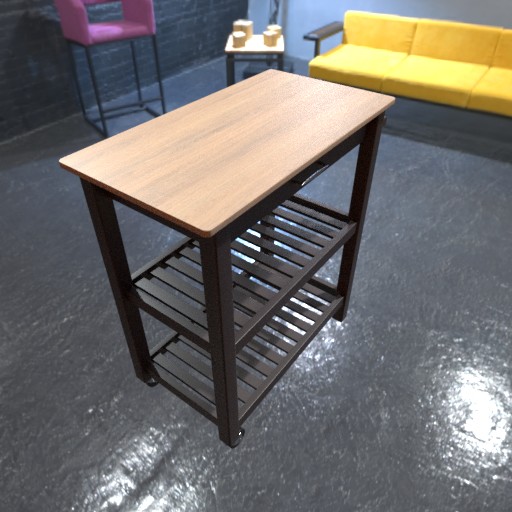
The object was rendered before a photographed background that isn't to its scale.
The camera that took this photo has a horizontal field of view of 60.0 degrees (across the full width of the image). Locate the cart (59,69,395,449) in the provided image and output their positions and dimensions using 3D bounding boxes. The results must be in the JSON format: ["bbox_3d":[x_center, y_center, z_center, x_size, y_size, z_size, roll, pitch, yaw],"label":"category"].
[{"bbox_3d":[0.000,0.000,1.470,0.457,0.927,0.899,26,46,28],"label":"cart"}]
